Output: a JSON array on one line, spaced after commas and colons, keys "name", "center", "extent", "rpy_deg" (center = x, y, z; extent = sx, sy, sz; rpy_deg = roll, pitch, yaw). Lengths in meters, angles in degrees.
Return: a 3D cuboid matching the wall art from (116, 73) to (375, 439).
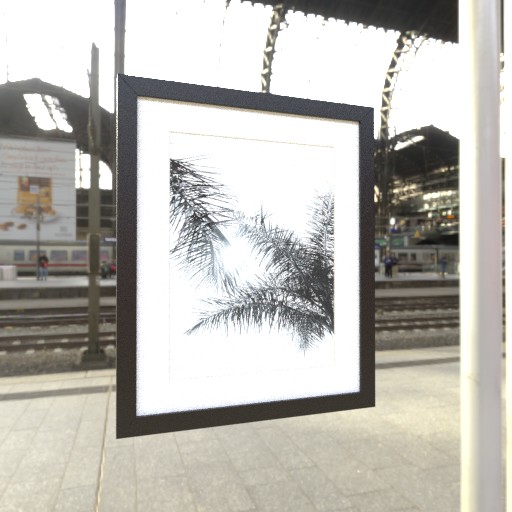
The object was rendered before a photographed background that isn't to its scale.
[{"name": "wall art", "center": [0.000, 0.000, 0.762], "extent": [0.457, 0.557, 0.028], "rpy_deg": [0, -1, -19]}]
